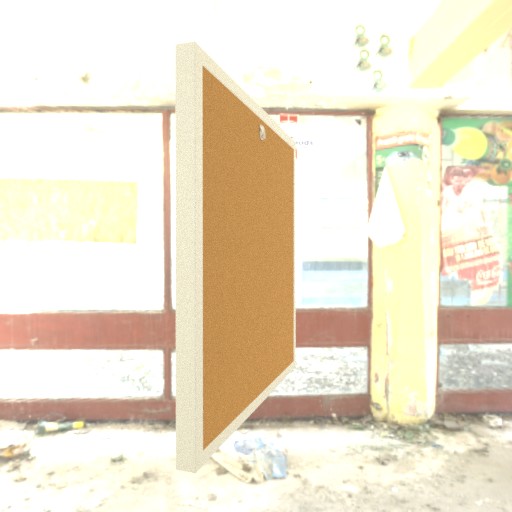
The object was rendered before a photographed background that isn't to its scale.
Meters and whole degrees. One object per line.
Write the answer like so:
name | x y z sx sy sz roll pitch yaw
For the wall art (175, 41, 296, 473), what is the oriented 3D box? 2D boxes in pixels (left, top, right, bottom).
wall art | 0.000 0.000 1.145 0.050 0.762 0.761 0 1 19
